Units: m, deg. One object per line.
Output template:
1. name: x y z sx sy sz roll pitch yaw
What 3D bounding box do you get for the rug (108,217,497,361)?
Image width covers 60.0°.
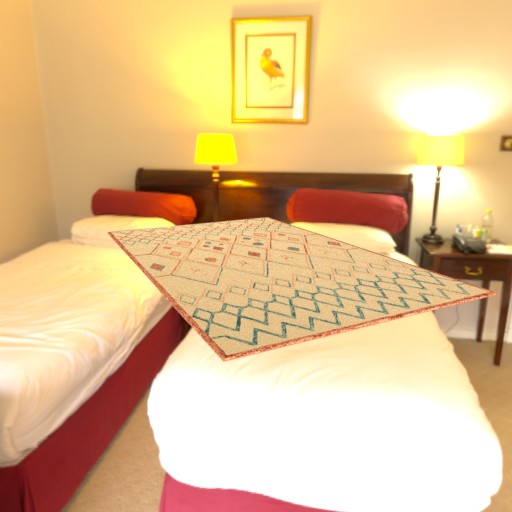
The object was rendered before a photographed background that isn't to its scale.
1. rug: 0.000 0.000 2.977 1.524 0.015 2.438 -8 17 -26
